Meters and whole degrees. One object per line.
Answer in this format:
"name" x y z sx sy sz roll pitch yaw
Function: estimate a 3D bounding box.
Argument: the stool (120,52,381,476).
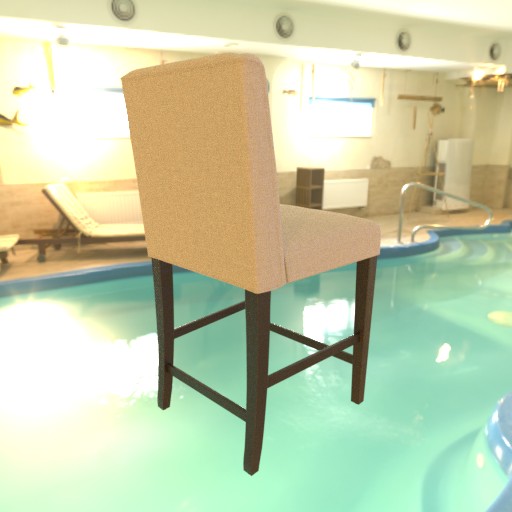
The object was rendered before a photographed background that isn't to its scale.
"stool" 0.000 0.000 1.218 0.474 0.939 0.509 15 21 43
